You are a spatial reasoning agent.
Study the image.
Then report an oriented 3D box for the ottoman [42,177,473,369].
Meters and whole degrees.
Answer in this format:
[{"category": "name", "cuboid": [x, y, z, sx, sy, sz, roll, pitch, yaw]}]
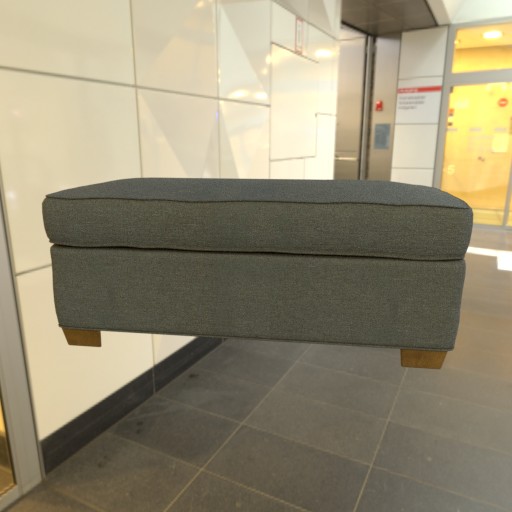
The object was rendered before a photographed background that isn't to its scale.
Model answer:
[{"category": "ottoman", "cuboid": [0.000, 0.000, 1.375, 1.110, 0.460, 0.515, 2, 15, 8]}]
